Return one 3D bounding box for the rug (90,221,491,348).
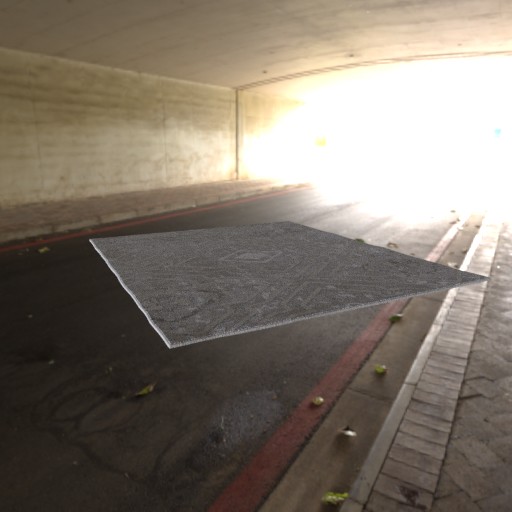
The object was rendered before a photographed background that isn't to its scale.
[{"bbox_3d":[0.000,0.000,0.884,0.548,0.006,0.639,-7,16,-27],"label":"rug"}]
